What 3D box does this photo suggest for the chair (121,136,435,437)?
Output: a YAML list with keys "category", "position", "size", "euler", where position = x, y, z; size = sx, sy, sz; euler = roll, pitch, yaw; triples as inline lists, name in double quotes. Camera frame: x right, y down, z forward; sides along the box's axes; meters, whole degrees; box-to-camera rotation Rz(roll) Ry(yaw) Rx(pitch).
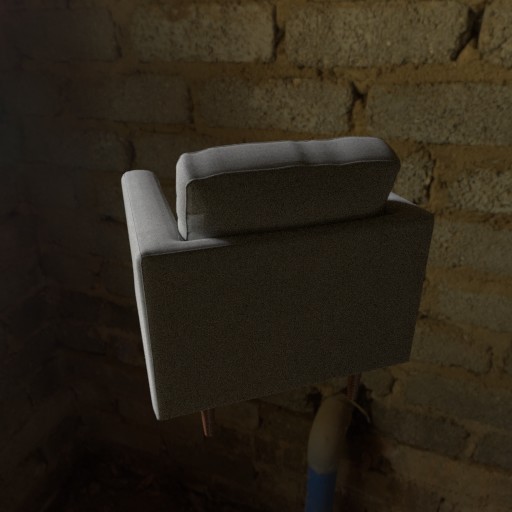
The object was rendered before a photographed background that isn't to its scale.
- category: "chair"
  position: [0.000, 0.000, 1.587]
  size: [0.855, 0.927, 0.800]
  euler: [-8, 28, -16]
